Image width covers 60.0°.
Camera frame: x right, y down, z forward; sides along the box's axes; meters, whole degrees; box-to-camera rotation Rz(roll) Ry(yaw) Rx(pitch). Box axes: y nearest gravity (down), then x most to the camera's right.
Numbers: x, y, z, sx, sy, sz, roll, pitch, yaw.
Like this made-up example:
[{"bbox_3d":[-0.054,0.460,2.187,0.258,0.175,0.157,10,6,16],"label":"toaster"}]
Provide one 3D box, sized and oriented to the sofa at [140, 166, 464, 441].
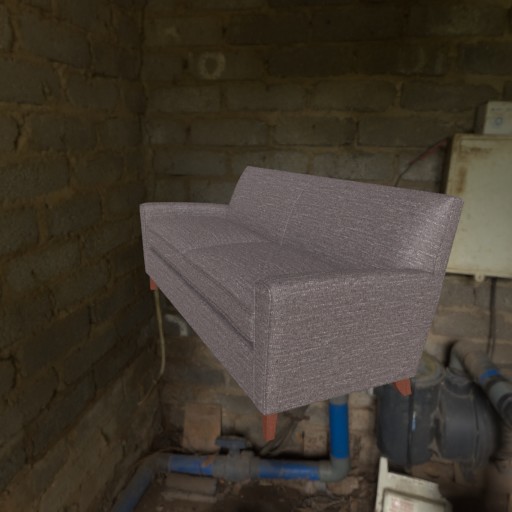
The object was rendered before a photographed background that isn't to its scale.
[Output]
[{"bbox_3d":[0.000,0.000,2.459,0.875,0.846,1.976,-7,17,-25],"label":"sofa"}]
